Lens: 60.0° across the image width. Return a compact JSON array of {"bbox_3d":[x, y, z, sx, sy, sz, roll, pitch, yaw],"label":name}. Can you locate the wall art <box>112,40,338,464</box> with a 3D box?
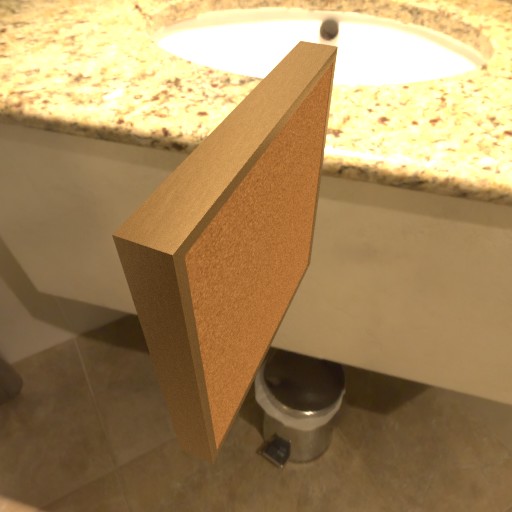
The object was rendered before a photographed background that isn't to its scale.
[{"bbox_3d":[0.000,0.000,0.442,0.038,0.305,0.304,18,48,16],"label":"wall art"}]
